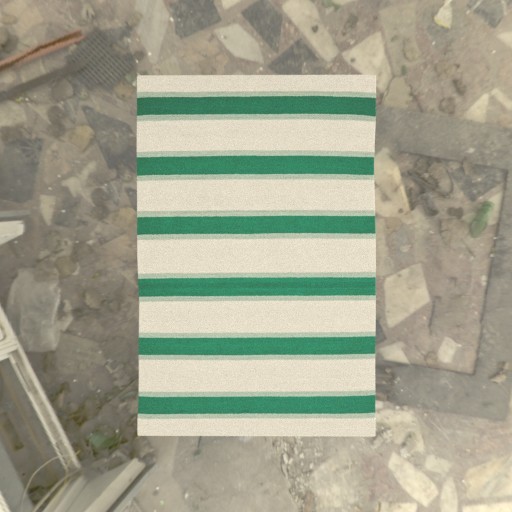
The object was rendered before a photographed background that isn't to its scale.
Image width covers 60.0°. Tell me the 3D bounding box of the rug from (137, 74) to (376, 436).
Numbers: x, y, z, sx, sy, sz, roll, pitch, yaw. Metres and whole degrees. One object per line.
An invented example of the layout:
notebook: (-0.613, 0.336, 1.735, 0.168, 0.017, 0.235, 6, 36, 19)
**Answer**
rug: (0.000, 0.000, 2.249, 1.210, 0.012, 1.829, 0, 90, 0)
